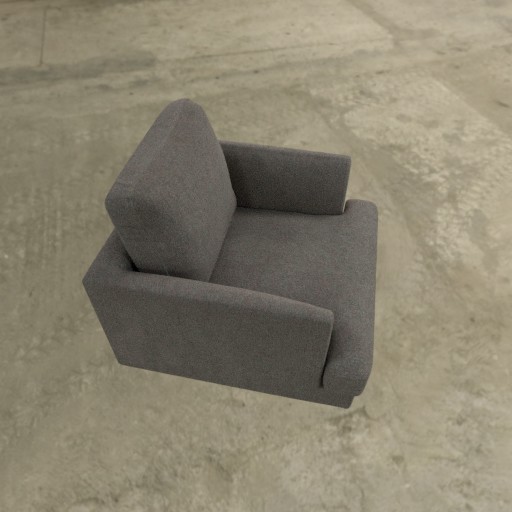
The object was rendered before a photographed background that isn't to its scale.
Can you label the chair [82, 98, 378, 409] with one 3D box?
[{"bbox_3d":[0.000,0.000,1.676,0.899,0.957,0.858,9,48,8],"label":"chair"}]
